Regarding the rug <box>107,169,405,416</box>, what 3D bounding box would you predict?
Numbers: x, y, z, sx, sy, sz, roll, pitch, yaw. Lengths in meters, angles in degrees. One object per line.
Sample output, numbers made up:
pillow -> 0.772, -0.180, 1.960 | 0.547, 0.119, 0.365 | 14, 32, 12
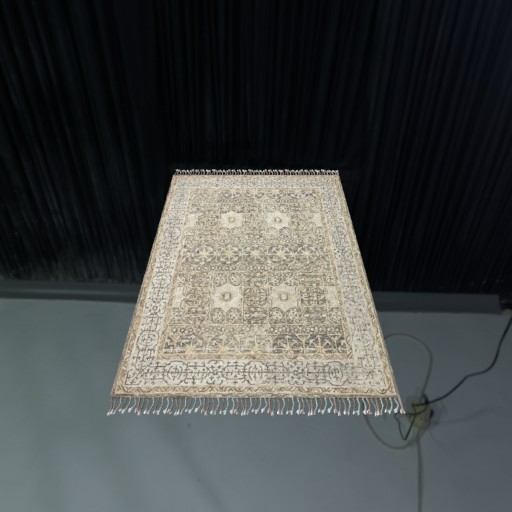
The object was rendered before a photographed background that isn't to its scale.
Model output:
rug -> 0.000, 0.000, 2.592 | 1.237, 0.010, 2.029 | 0, 40, 0
